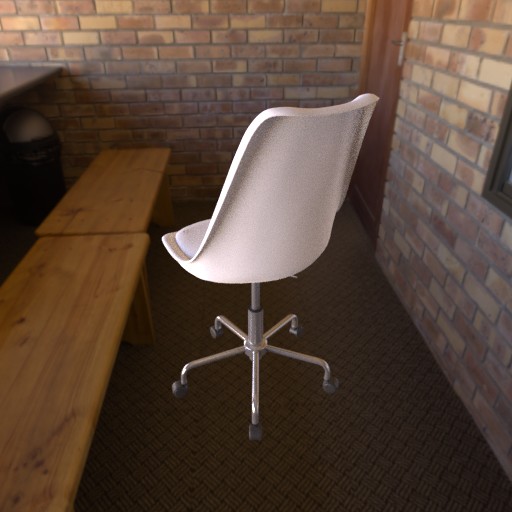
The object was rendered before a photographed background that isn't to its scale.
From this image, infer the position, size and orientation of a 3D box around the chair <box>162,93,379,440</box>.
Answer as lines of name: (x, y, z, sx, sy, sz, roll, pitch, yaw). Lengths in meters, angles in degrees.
chair: (0.000, 0.000, 1.277, 0.550, 0.930, 0.550, -20, 35, -31)
